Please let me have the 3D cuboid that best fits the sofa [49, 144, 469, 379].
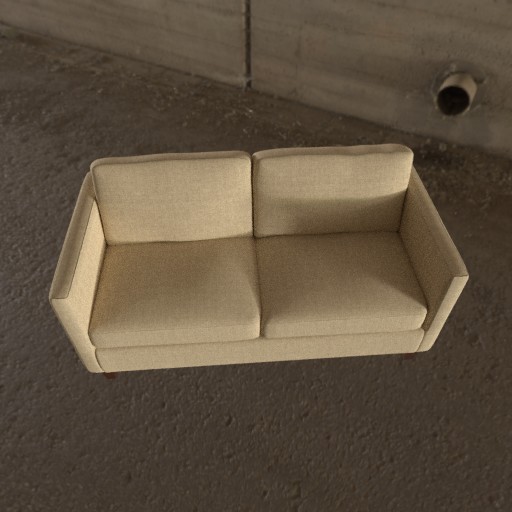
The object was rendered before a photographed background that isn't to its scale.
[{"bbox_3d":[0.000,0.000,2.433,1.884,0.963,0.950,-3,47,-3],"label":"sofa"}]
